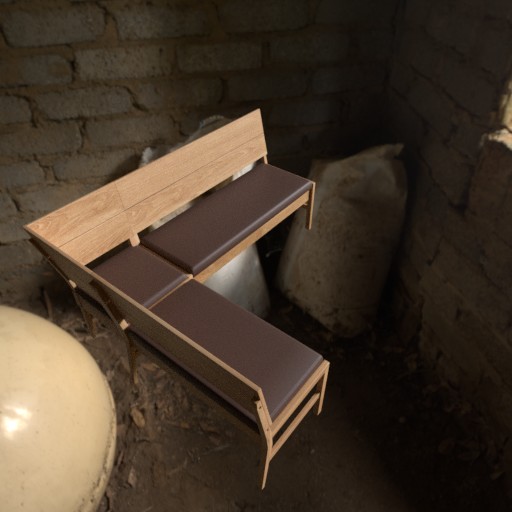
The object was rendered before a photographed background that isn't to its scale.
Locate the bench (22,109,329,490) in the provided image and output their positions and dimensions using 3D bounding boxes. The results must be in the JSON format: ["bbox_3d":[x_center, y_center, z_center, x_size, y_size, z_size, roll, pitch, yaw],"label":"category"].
[{"bbox_3d":[0.000,0.000,2.776,1.549,0.890,1.975,27,47,28],"label":"bench"}]
